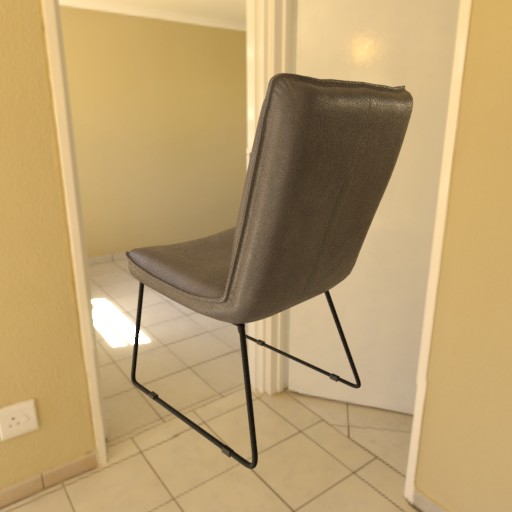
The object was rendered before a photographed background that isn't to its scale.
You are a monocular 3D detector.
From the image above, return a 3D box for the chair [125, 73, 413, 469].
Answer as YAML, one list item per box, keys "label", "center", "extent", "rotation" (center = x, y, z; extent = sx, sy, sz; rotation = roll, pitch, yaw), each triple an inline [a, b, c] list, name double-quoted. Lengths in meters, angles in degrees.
- label: "chair"
  center: [0.000, 0.000, 1.304]
  extent: [0.688, 0.932, 0.515]
  rotation: [16, 23, 42]
